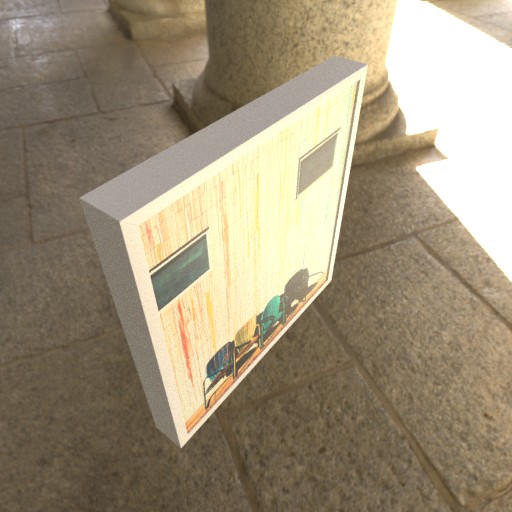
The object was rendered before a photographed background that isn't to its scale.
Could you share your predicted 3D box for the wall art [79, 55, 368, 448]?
[{"bbox_3d":[0.000,0.000,0.454,0.038,0.305,0.305,28,50,26],"label":"wall art"}]
